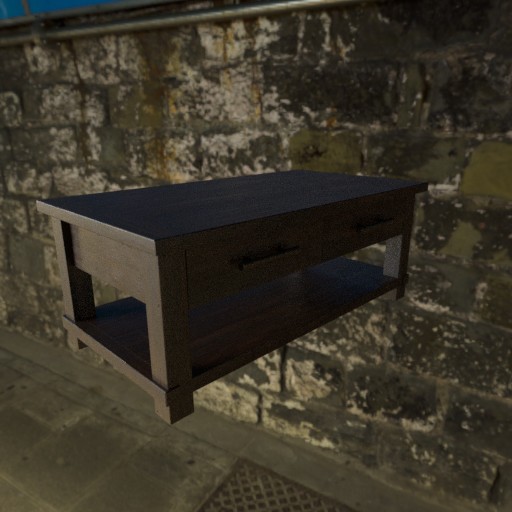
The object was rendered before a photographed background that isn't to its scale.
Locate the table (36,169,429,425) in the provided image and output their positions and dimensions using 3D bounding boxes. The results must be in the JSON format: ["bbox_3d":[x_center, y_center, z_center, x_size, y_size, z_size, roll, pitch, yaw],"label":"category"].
[{"bbox_3d":[0.000,0.000,1.653,1.270,0.494,0.700,-16,23,-42],"label":"table"}]
